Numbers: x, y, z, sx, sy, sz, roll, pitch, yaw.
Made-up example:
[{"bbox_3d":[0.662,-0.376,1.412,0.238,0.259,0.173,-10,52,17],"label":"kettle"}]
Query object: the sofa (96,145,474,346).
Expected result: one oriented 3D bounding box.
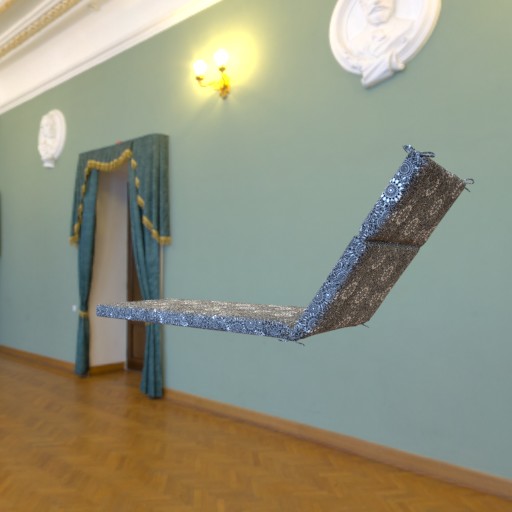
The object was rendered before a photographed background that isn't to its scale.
[{"bbox_3d":[0.000,0.000,1.952,1.663,0.622,0.582,-1,-2,37],"label":"sofa"}]
